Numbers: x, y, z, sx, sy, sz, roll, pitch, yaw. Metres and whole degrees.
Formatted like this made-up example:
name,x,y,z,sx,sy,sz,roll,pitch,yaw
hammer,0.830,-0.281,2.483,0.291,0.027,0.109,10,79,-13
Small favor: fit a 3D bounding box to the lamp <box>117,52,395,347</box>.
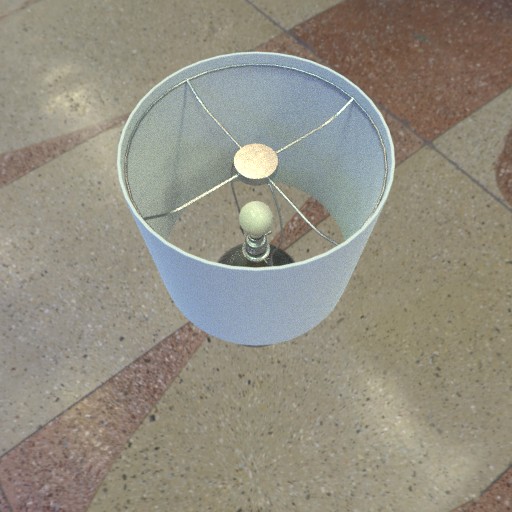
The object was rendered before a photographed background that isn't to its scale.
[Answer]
name,x,y,z,sx,sy,sz,roll,pitch,yaw
lamp,0.000,0.000,0.495,0.207,0.366,0.207,-33,68,-15
